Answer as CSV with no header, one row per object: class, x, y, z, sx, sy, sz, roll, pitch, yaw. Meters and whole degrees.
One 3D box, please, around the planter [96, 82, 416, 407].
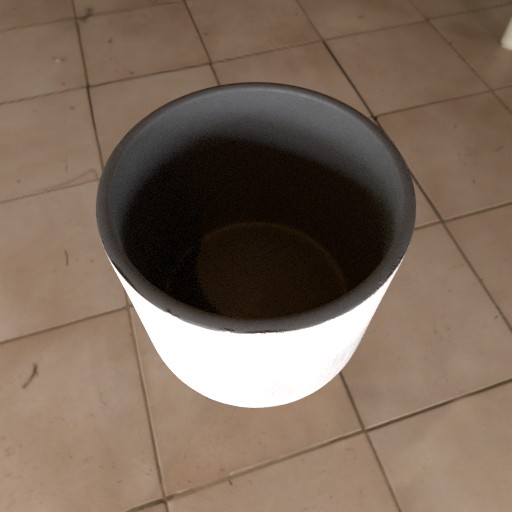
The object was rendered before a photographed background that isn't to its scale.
planter,0.000,0.000,0.442,0.254,0.221,0.254,0,59,0
